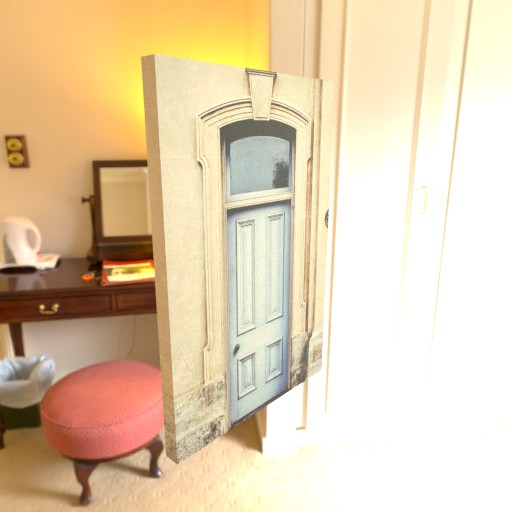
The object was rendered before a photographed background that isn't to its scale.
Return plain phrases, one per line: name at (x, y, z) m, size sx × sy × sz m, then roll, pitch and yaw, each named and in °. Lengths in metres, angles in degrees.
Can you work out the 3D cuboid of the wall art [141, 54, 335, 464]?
wall art at (0.000, 0.000, 0.985) m, size 0.038 × 0.764 × 0.508 m, roll 14°, pitch 21°, yaw 41°
